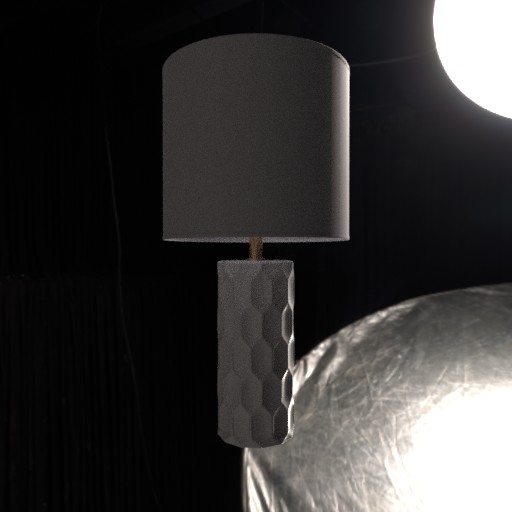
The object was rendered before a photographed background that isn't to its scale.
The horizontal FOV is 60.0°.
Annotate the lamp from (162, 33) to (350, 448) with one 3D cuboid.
[{"bbox_3d":[0.000,0.000,0.671,0.277,0.537,0.277,0,1,36],"label":"lamp"}]
